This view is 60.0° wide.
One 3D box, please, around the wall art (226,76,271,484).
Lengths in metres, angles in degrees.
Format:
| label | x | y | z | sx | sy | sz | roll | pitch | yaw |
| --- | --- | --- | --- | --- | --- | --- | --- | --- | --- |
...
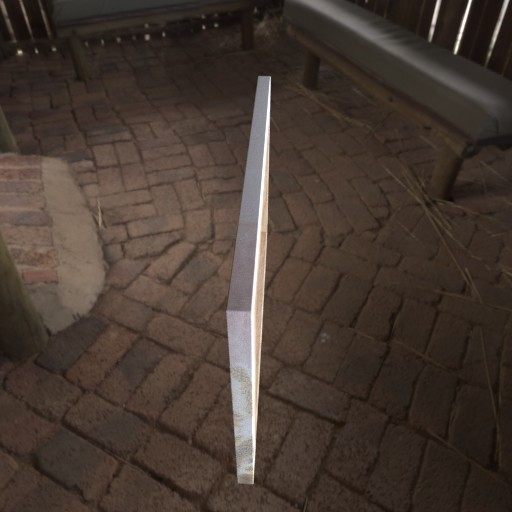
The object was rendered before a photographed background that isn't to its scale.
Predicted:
| label | x | y | z | sx | sy | sz | roll | pitch | yaw |
| --- | --- | --- | --- | --- | --- | --- | --- | --- | --- |
| wall art | 0.000 | 0.000 | 1.172 | 0.040 | 0.608 | 0.916 | 2 | 42 | 2 |
